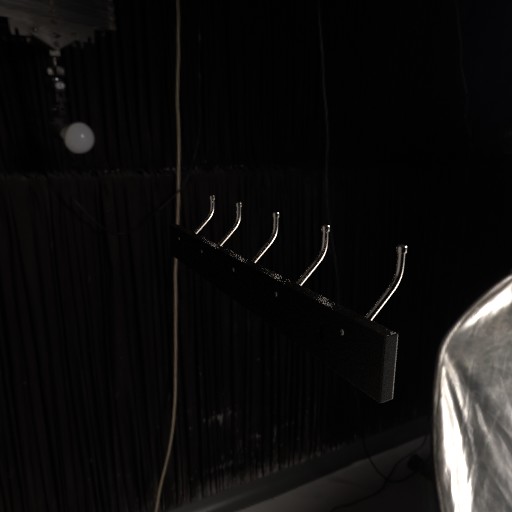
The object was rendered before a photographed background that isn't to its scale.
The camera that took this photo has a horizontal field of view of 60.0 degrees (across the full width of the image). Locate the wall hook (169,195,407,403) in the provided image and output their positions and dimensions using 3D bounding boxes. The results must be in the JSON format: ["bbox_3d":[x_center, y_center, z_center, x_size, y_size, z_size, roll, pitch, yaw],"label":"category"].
[{"bbox_3d":[0.000,0.000,0.613,0.071,0.117,0.571,-7,16,-27],"label":"wall hook"}]
